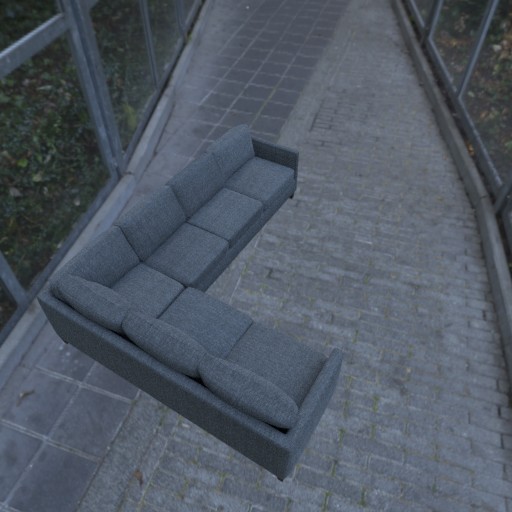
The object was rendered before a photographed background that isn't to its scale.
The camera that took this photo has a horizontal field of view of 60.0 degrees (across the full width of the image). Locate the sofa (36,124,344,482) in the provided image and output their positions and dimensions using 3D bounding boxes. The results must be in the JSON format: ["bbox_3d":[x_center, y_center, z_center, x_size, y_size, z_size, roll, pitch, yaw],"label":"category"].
[{"bbox_3d":[0.000,0.000,4.555,2.593,0.947,3.302,24,51,21],"label":"sofa"}]
